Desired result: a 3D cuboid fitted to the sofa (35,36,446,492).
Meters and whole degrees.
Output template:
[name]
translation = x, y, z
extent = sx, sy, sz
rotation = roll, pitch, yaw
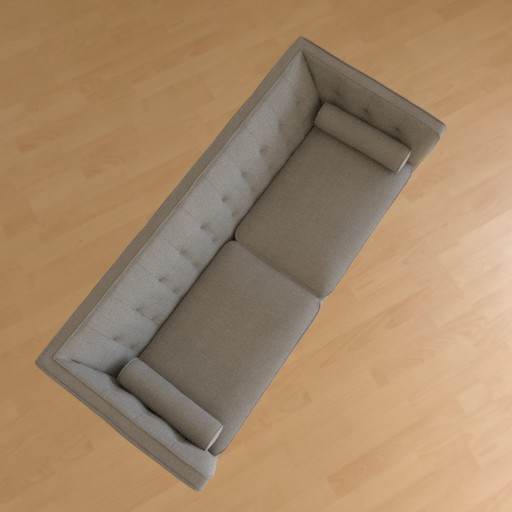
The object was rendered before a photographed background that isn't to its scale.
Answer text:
[sofa]
translation = 0.000, 0.000, 2.421
extent = 0.912, 0.798, 2.079
rotation = 35, 78, 8
